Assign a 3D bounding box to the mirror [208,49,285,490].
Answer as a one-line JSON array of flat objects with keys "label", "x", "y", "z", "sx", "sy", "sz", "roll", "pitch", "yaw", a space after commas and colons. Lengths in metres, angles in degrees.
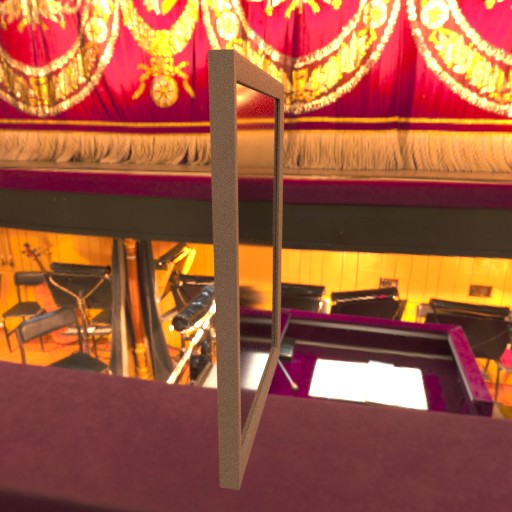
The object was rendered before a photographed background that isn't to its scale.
[{"label": "mirror", "x": 0.000, "y": 0.000, "z": 0.922, "sx": 0.040, "sy": 0.710, "sz": 0.507, "roll": 3, "pitch": 16, "yaw": 11}]
